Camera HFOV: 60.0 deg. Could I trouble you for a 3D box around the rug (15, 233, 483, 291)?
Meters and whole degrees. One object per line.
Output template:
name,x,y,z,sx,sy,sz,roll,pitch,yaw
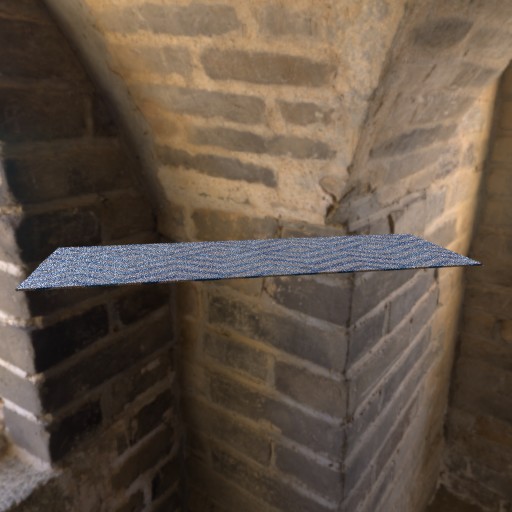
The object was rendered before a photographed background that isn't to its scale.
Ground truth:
rug,0.000,0.000,1.630,1.492,0.007,0.503,-3,15,-10
